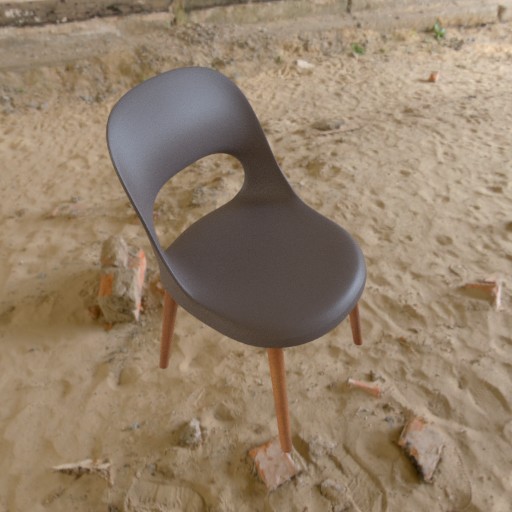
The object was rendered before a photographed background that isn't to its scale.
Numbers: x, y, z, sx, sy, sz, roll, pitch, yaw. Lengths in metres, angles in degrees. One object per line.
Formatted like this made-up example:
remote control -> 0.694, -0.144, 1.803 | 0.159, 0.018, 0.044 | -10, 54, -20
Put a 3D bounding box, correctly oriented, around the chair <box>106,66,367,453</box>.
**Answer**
chair -> 0.000, 0.000, 1.135 | 0.556, 0.794, 0.470 | 26, 49, 26
